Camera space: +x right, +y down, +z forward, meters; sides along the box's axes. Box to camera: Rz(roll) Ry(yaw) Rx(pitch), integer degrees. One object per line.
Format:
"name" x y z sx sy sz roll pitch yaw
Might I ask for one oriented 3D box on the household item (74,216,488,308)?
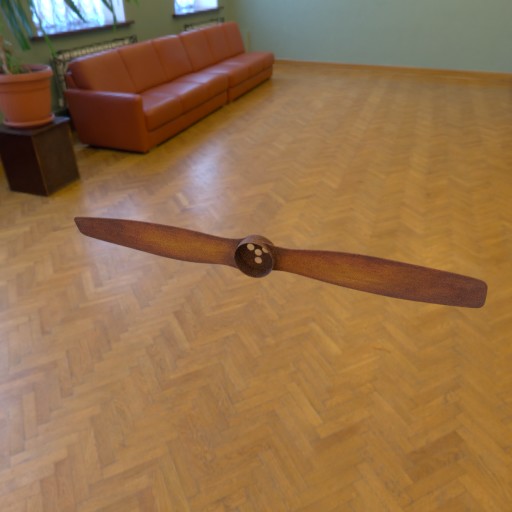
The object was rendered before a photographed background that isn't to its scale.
"household item" 0.000 0.000 1.234 1.181 0.121 0.051 10 34 15
